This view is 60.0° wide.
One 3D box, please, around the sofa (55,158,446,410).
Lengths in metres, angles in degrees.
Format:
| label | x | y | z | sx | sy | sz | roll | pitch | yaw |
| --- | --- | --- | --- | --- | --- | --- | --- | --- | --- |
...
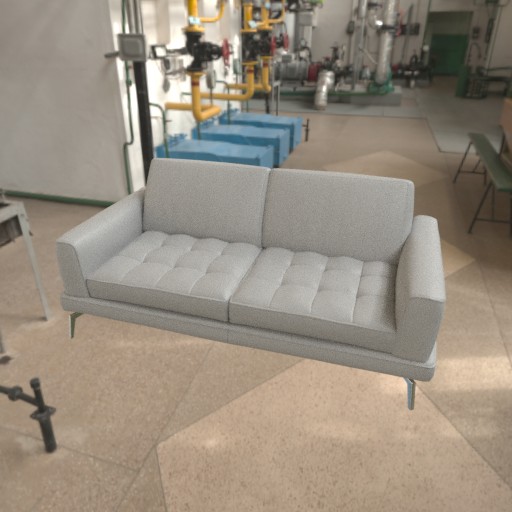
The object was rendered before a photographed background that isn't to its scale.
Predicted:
| label | x | y | z | sx | sy | sz | roll | pitch | yaw |
| --- | --- | --- | --- | --- | --- | --- | --- | --- | --- |
| sofa | 0.000 | 0.000 | 2.750 | 2.177 | 0.930 | 1.121 | 8 | 28 | 15 |
